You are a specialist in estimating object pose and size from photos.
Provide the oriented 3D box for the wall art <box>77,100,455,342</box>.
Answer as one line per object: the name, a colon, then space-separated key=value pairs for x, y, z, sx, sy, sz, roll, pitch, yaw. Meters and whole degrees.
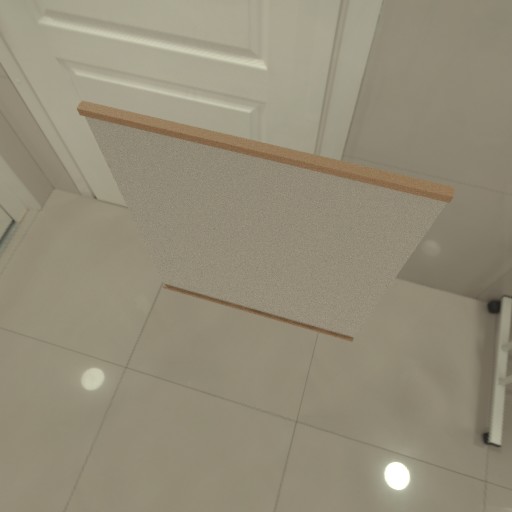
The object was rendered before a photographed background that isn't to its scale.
wall art: x=0.000 y=0.000 z=0.686 sx=0.405 sy=0.508 sz=0.012 roll=15 pitch=64 yaw=7
